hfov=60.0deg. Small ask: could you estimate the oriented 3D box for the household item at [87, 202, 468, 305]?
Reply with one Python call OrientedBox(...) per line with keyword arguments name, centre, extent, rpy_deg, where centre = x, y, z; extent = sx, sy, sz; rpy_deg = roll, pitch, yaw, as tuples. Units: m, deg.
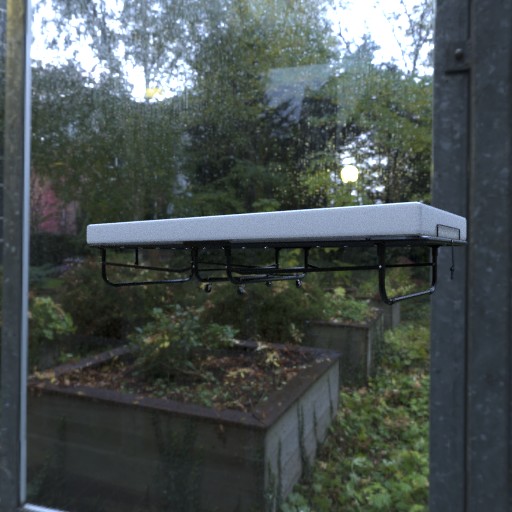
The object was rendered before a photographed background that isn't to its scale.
OrientedBox(name="household item", centre=(0.000, 0.000, 2.284), extent=(1.905, 0.356, 0.787), rpy_deg=(0, 0, 36))
